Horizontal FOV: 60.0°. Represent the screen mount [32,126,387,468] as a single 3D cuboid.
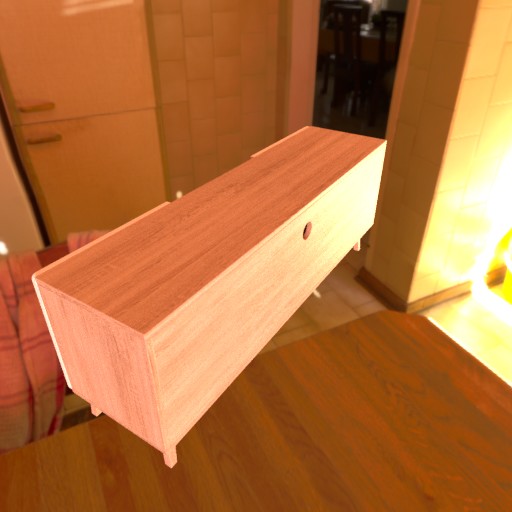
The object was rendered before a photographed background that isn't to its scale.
[{"bbox_3d":[0.000,0.000,1.711,0.420,0.570,1.500,20,38,27],"label":"screen mount"}]
